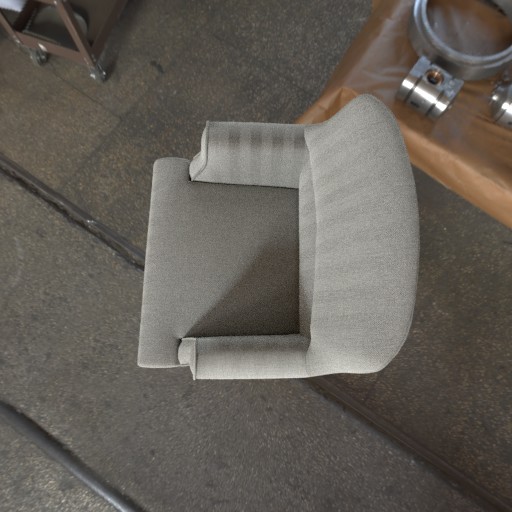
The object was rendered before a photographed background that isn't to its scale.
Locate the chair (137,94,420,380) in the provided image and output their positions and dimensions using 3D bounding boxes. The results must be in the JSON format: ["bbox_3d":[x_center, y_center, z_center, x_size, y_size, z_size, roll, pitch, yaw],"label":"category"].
[{"bbox_3d":[0.000,0.000,1.435,0.755,0.880,0.772,1,76,0],"label":"chair"}]
